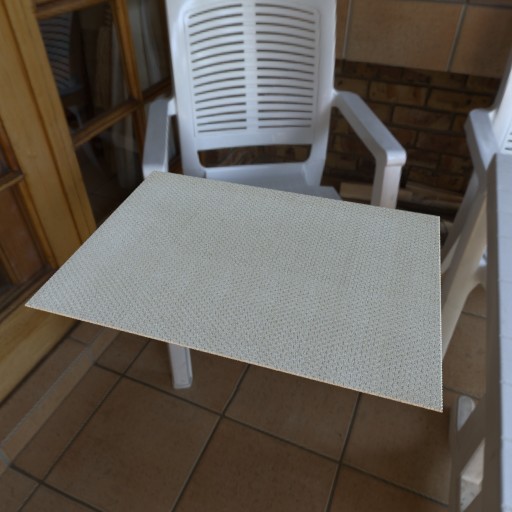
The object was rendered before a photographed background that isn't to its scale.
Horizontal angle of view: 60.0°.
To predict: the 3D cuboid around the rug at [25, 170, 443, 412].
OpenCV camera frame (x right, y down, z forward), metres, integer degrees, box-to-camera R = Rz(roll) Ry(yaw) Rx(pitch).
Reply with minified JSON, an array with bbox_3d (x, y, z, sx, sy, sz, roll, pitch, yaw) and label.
[{"bbox_3d":[0.000,0.000,2.700,2.144,0.013,1.509,11,42,13],"label":"rug"}]
